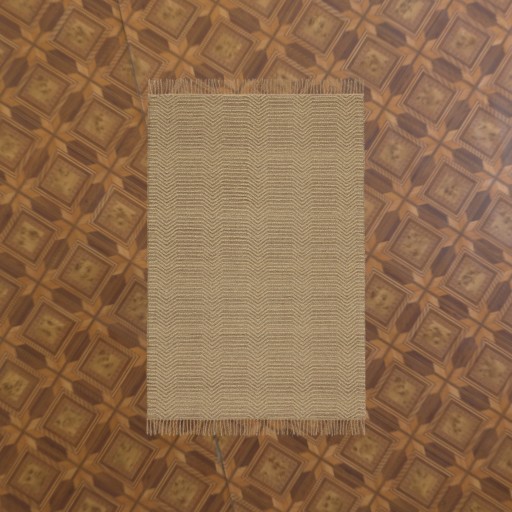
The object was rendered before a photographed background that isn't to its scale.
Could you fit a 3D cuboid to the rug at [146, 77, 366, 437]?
[{"bbox_3d":[0.000,0.000,3.110,1.528,0.034,2.523,0,89,0],"label":"rug"}]
